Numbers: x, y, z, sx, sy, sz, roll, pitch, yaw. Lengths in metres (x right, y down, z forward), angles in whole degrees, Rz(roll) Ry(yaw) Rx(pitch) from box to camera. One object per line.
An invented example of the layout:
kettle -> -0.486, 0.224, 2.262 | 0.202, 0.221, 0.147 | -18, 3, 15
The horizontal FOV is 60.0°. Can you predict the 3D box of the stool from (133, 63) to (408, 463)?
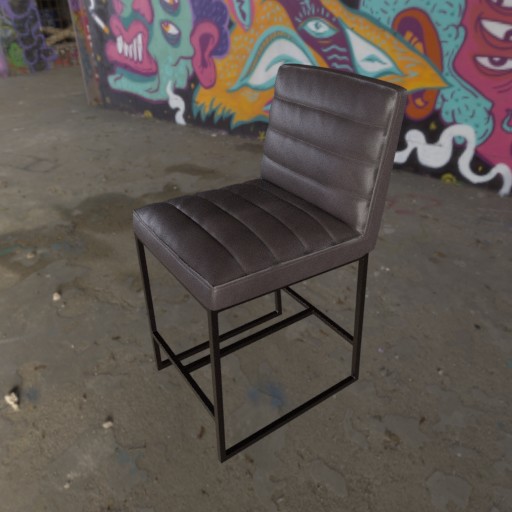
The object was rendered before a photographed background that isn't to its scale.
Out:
stool -> 0.000, 0.000, 1.266 | 0.562, 0.946, 0.463 | -20, 37, -29
